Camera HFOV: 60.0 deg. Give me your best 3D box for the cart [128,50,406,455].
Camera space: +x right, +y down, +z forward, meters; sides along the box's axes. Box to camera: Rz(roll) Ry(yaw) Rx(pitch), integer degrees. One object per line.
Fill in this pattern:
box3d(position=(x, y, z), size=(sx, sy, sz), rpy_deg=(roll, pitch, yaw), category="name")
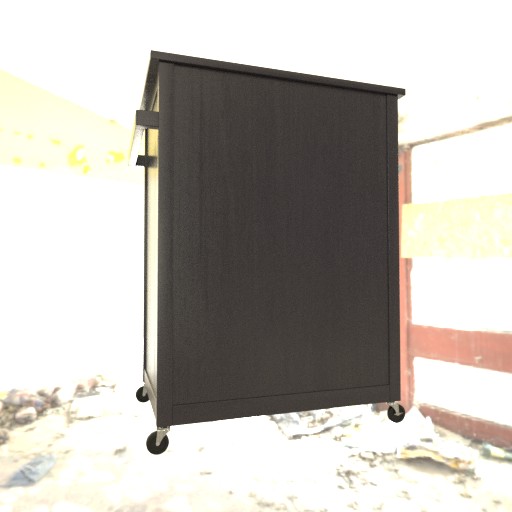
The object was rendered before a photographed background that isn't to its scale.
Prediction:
box3d(position=(0.000, 0.000, 1.262), size=(0.690, 0.878, 0.449), rpy_deg=(1, -2, -18), category="cart")
